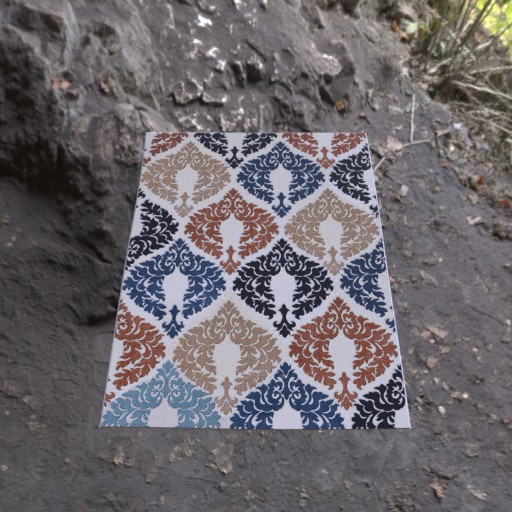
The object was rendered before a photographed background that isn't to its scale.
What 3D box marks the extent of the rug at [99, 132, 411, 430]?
[{"bbox_3d":[0.000,0.000,4.132,2.423,0.014,3.040,0,62,0],"label":"rug"}]
